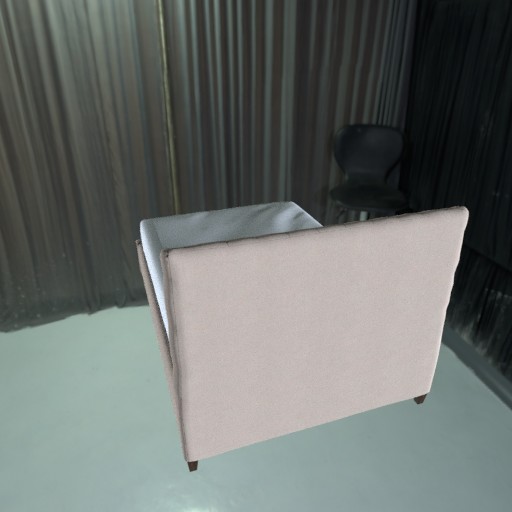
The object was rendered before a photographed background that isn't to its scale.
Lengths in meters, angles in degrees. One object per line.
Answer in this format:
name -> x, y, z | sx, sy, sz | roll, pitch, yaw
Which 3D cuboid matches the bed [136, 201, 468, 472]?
bed -> 0.000, 0.000, 3.476 | 1.698, 1.427, 2.387 | -9, 29, -17
